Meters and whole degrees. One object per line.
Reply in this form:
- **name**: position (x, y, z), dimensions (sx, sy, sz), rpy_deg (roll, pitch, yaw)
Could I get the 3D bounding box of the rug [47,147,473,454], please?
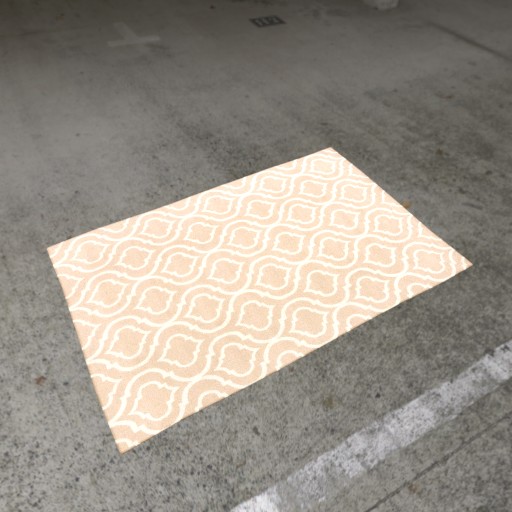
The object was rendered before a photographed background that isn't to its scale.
- **rug**: position (0.000, 0.000, 2.162), dimensions (1.761, 0.013, 1.152), rpy_deg (-23, 52, -20)
